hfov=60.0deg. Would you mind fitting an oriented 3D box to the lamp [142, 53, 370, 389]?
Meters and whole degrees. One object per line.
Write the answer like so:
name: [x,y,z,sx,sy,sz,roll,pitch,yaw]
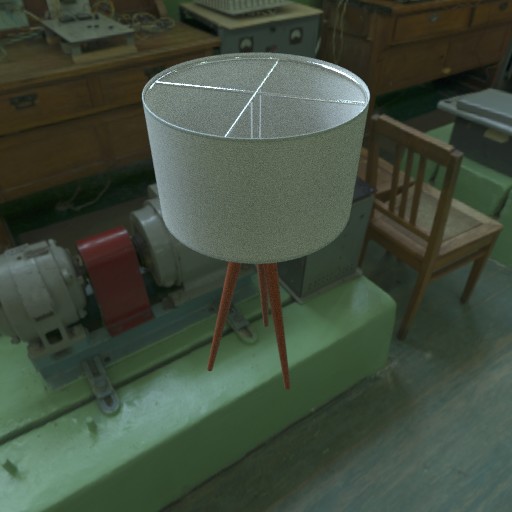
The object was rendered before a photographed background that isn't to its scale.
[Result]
lamp: [0.000,0.000,0.935,0.355,0.709,0.354,-25,47,-25]
